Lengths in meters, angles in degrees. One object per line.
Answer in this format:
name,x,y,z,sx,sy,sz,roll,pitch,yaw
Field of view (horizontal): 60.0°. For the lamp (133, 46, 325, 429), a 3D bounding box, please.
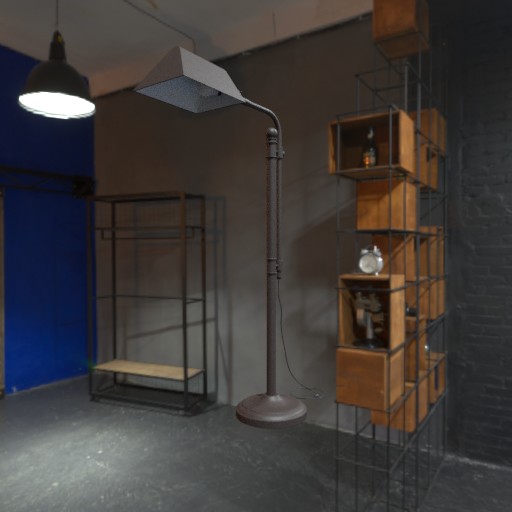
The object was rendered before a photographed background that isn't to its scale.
lamp,0.000,0.000,0.935,0.159,0.708,0.545,1,1,36
